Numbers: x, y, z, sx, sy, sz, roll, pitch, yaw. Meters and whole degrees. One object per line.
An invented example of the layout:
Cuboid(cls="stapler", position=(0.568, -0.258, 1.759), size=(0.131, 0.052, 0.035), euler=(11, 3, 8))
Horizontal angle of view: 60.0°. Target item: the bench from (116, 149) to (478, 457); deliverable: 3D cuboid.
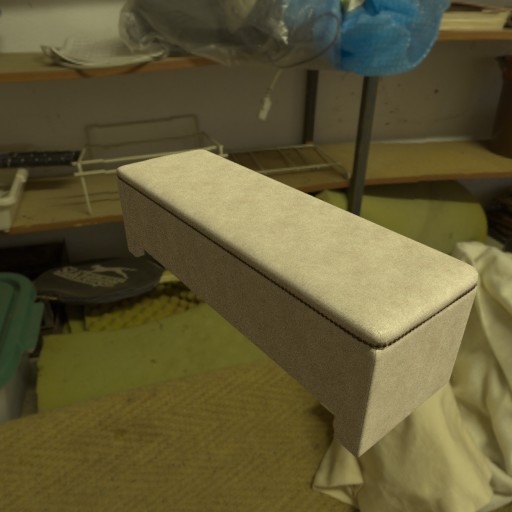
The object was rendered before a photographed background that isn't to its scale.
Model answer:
Cuboid(cls="bench", position=(0.000, 0.000, 1.711), size=(0.470, 0.447, 1.482), euler=(-22, 37, -32))
